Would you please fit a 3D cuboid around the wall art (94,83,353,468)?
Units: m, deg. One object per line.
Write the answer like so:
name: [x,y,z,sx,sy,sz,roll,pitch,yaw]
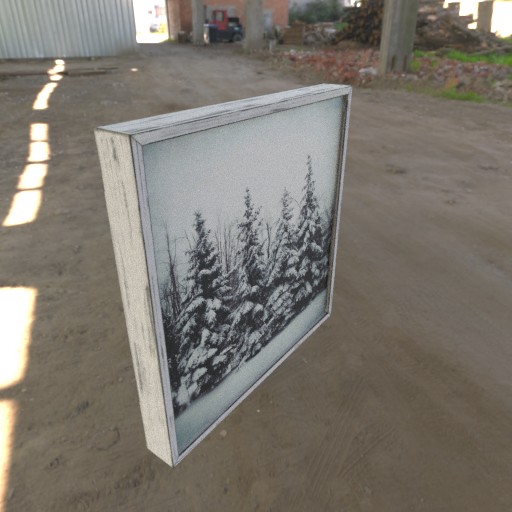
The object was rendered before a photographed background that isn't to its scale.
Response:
wall art: [0.000,0.000,0.455,0.036,0.303,0.303,19,33,32]
